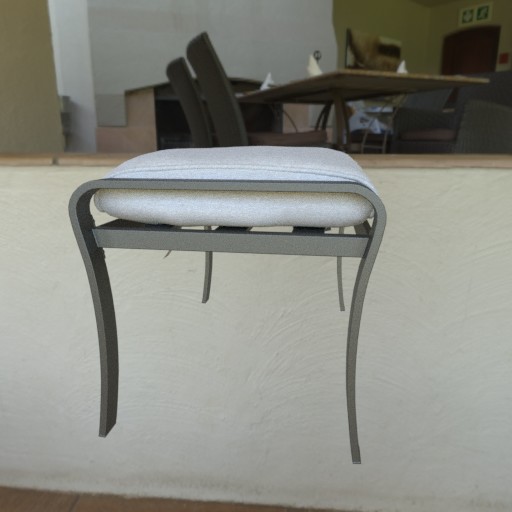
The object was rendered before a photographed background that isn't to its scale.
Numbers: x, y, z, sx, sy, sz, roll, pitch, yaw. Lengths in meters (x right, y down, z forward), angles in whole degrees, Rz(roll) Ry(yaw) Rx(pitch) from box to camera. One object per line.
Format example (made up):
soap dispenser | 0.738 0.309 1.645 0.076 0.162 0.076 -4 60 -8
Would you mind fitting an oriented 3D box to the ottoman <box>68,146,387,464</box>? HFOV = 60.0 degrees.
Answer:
ottoman | 0.000 0.000 0.876 0.406 0.422 0.610 2 15 9
